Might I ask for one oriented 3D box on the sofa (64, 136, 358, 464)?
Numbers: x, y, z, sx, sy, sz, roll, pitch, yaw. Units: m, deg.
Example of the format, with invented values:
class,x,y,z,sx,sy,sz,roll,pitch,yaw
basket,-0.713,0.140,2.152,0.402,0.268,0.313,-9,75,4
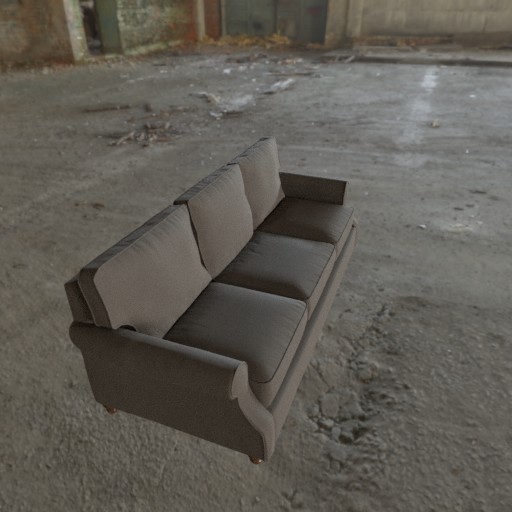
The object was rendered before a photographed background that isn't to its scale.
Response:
class,x,y,z,sx,sy,sz,roll,pitch,yaw
sofa,0.000,0.000,2.785,0.966,0.948,2.353,11,32,18
